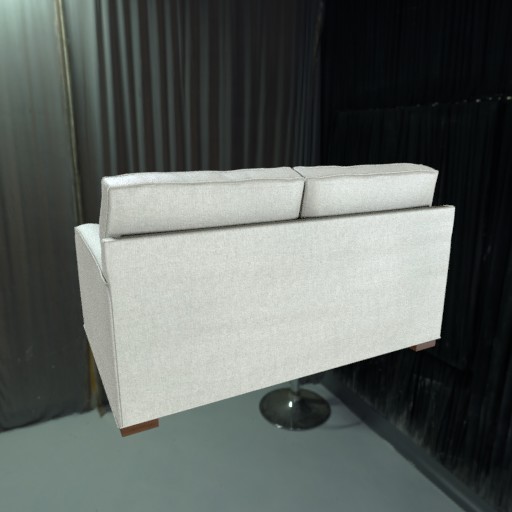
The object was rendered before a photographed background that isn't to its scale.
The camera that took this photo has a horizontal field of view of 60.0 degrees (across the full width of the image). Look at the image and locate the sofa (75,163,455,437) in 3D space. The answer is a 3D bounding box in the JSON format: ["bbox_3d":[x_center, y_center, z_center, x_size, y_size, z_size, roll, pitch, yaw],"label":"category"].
[{"bbox_3d":[0.000,0.000,2.065,1.484,0.853,0.940,-8,17,-26],"label":"sofa"}]
